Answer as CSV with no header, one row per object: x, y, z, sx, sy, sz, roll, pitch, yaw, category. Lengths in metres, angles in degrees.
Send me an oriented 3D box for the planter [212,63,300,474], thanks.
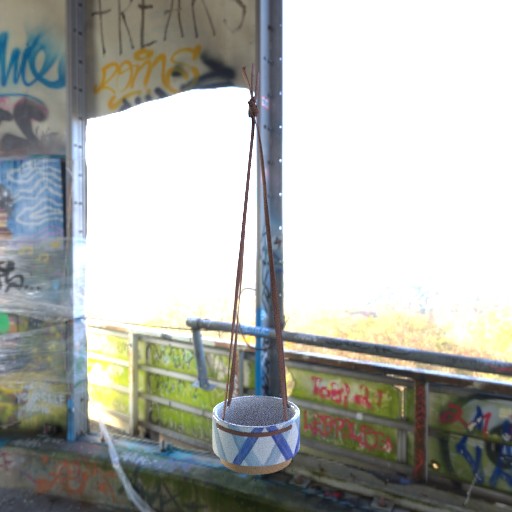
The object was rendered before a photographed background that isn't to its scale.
0.000,0.000,0.822,0.166,0.751,0.166,1,1,36,planter
